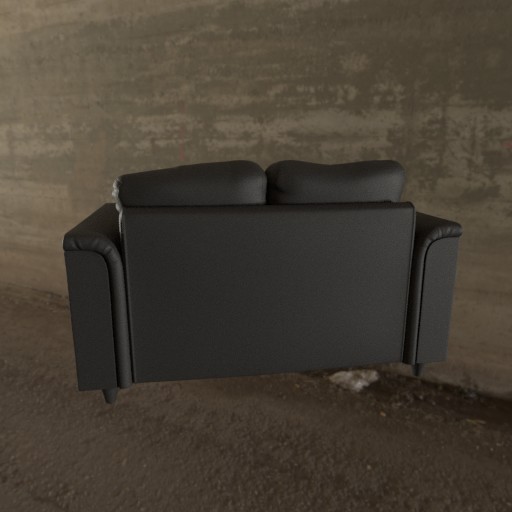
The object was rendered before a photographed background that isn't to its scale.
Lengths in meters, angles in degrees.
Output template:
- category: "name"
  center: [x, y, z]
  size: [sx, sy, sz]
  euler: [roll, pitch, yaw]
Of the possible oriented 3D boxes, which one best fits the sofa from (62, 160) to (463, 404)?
- category: "sofa"
  center: [0.000, 0.000, 1.964]
  size: [1.386, 0.845, 0.887]
  euler: [-2, 14, -9]
